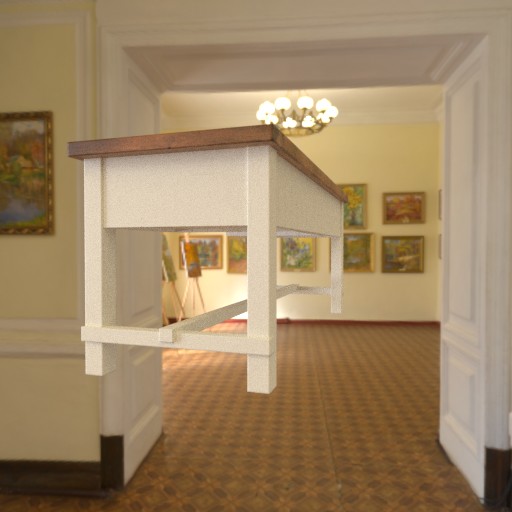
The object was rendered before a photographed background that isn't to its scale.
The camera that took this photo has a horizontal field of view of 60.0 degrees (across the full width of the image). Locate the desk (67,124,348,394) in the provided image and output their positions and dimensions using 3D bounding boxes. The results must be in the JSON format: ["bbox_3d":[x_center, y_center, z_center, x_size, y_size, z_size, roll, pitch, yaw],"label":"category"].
[{"bbox_3d":[0.000,0.000,2.184,0.688,0.762,1.803,0,1,18],"label":"desk"}]
